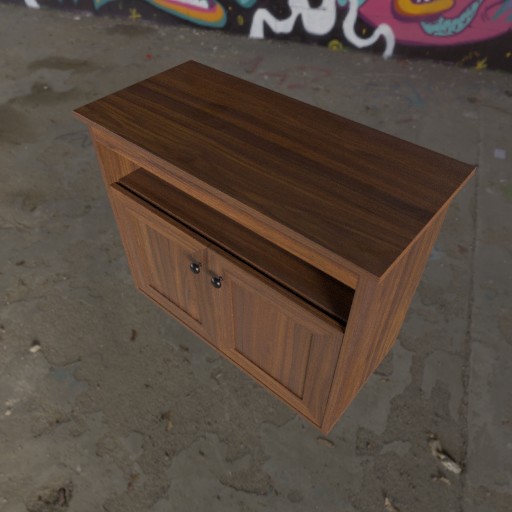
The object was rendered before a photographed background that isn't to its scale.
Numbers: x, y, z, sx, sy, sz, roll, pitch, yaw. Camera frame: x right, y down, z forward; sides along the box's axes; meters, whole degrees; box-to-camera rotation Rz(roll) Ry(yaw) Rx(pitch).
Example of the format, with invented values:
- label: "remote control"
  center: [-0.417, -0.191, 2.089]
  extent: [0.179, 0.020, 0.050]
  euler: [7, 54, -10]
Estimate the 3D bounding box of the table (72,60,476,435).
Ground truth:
- label: "table"
  center: [0.000, 0.000, 1.204]
  extent: [0.802, 0.725, 0.390]
  euler: [31, 53, 27]
